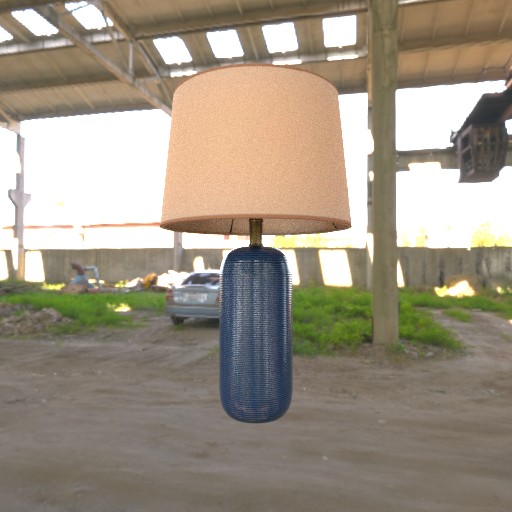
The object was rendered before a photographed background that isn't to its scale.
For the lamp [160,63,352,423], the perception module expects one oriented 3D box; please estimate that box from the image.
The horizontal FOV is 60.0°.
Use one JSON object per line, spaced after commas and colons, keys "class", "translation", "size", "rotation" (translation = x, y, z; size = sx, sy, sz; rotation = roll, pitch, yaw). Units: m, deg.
{"class": "lamp", "translation": [0.000, 0.000, 0.861], "size": [0.367, 0.609, 0.367], "rotation": [0, -2, 0]}
